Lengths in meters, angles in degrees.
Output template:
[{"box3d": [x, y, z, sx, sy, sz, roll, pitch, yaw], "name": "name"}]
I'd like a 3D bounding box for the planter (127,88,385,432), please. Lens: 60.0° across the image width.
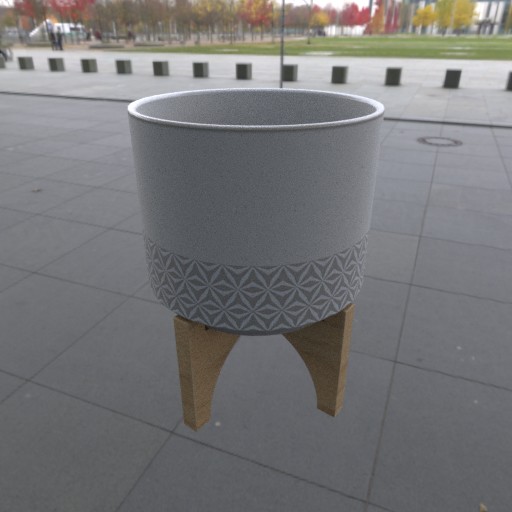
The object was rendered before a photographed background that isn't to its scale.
[{"box3d": [0.000, 0.000, 0.393, 0.188, 0.260, 0.188, 0, 27, 0], "name": "planter"}]
